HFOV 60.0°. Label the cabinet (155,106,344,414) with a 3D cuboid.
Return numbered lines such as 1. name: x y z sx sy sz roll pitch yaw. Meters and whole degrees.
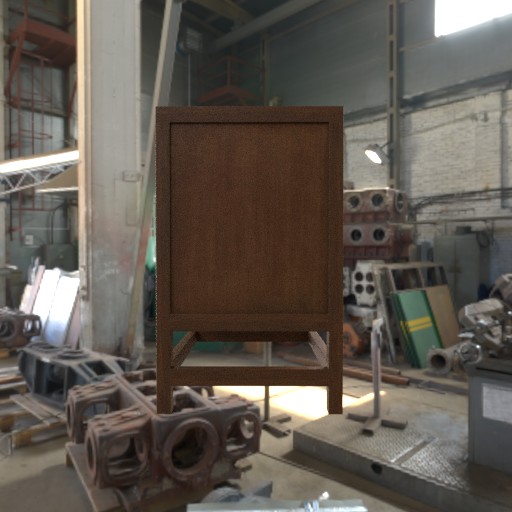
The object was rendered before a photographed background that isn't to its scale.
1. cabinet: 0.000 0.000 2.032 0.522 0.820 1.708 0 1 0
